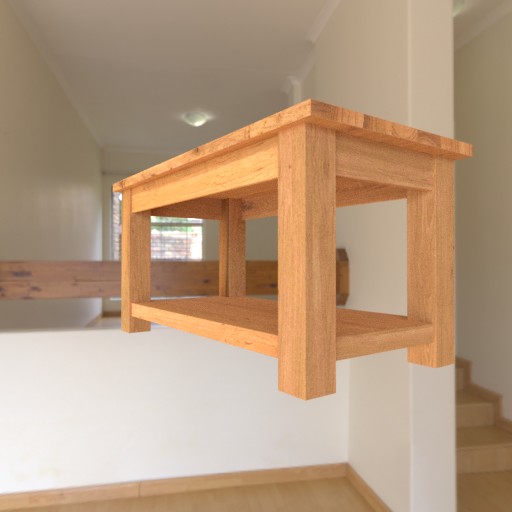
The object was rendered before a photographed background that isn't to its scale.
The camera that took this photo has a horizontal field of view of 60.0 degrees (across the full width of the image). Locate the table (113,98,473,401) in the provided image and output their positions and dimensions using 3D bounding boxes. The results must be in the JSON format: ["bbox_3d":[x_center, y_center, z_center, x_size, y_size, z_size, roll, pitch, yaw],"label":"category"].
[{"bbox_3d":[0.000,0.000,1.141,0.450,0.452,0.899,0,-1,-36],"label":"table"}]
